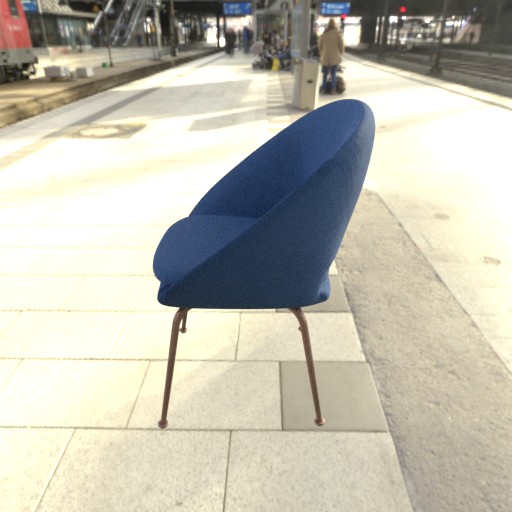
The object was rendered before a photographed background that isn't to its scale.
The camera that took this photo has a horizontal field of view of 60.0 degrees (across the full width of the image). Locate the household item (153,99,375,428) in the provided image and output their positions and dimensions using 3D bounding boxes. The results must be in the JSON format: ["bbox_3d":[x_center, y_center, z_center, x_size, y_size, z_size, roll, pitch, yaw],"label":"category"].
[{"bbox_3d":[0.000,0.000,1.285,0.573,0.852,0.623,0,27,-1],"label":"household item"}]
